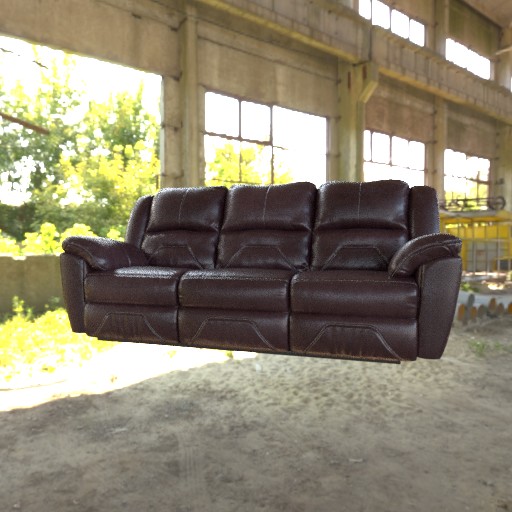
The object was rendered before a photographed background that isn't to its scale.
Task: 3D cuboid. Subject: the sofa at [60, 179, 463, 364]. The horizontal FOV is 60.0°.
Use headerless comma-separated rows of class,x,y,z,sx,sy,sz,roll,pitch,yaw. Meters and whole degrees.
sofa,0.000,0.000,2.862,2.337,1.043,0.991,1,2,18
